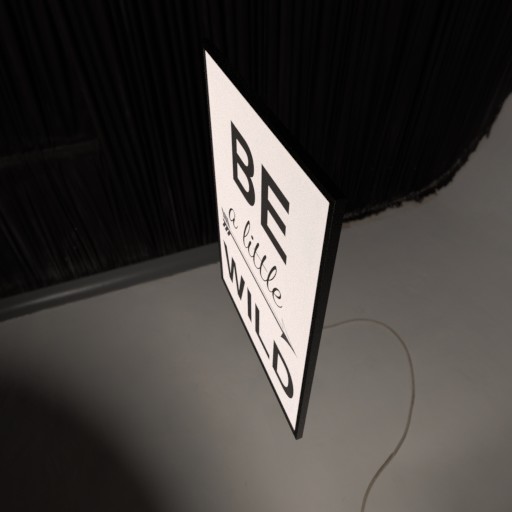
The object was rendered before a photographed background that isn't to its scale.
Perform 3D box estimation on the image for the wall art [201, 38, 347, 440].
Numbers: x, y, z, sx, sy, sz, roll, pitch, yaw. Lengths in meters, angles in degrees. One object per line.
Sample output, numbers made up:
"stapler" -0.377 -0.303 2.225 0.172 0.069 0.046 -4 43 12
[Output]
"wall art" 0.000 0.000 0.780 0.013 0.582 0.442 -16 48 -15
